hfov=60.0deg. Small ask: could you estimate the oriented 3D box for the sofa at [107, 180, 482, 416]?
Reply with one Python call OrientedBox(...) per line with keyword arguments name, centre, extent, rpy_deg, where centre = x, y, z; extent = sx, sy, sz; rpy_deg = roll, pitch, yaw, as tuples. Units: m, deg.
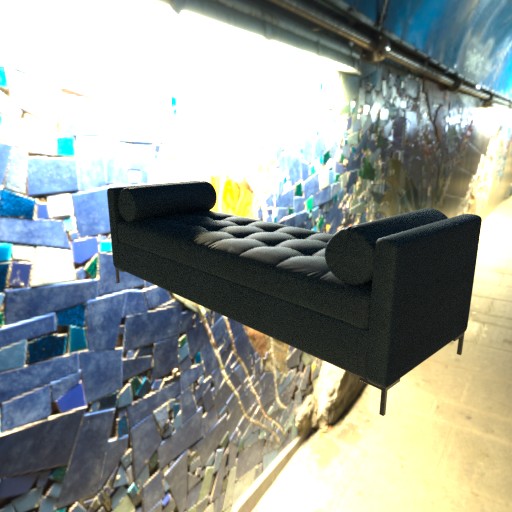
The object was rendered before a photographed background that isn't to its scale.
OrientedBox(name="sofa", centre=(0.000, 0.000, 2.352), extent=(0.686, 0.635, 1.981), rpy_deg=(-14, 21, -42))
